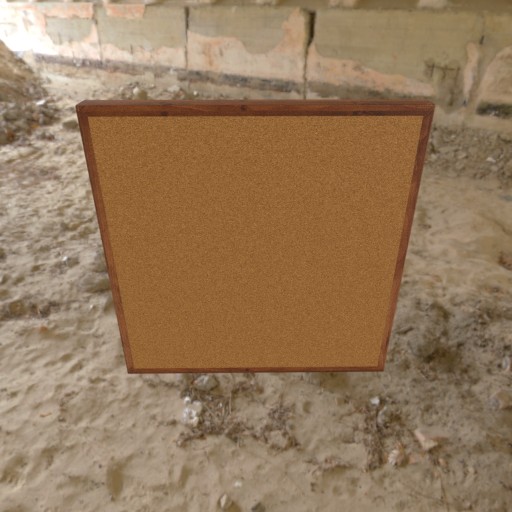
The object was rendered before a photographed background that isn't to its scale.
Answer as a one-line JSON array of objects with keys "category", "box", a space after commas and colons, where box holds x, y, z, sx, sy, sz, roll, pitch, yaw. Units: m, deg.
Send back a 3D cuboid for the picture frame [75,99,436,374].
[{"category": "picture frame", "box": [0.000, 0.000, 0.532, 0.352, 0.356, 0.028, 0, 30, -1]}]
